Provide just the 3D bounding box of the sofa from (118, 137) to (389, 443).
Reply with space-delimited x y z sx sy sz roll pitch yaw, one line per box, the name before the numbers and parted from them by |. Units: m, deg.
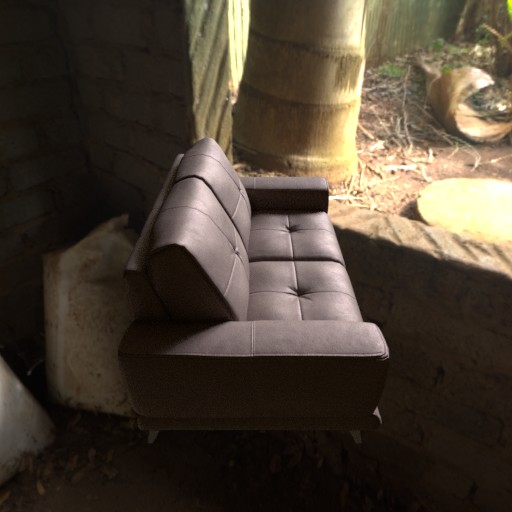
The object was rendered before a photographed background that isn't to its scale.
sofa | 0.000 0.000 2.384 1.018 0.907 1.806 0 32 0
